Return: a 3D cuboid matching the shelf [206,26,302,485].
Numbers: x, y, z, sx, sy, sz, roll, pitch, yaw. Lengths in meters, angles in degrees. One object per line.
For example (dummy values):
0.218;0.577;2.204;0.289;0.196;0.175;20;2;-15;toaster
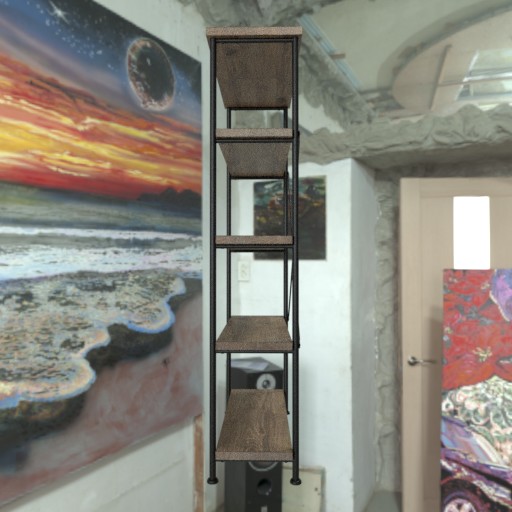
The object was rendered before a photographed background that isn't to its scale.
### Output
0.000;0.000;2.042;0.360;1.700;0.800;0;-1;1;shelf
